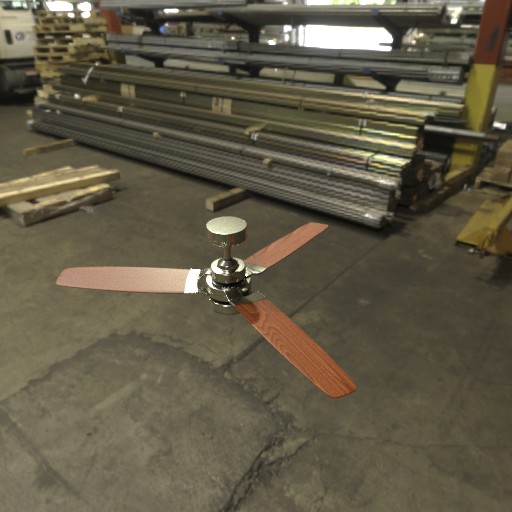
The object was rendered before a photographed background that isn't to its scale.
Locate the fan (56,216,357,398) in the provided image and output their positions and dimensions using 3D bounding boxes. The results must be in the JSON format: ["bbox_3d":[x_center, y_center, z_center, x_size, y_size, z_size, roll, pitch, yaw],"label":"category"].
[{"bbox_3d":[0.000,0.000,2.037,1.416,0.410,1.271,21,36,33],"label":"fan"}]
